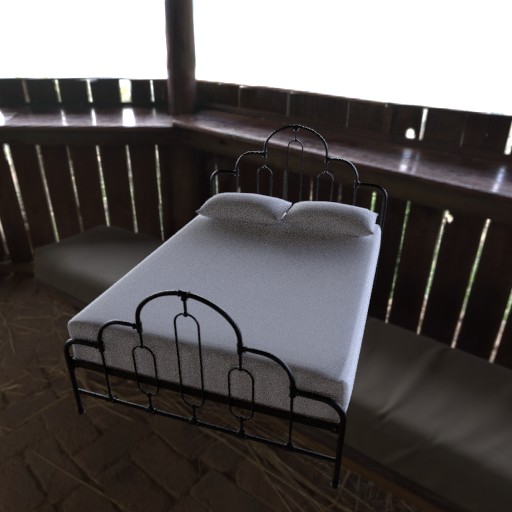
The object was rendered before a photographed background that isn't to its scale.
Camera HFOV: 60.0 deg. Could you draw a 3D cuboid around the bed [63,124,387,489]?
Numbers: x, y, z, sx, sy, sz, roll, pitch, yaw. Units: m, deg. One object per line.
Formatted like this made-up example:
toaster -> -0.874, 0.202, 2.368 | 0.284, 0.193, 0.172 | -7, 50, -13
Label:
bed -> 0.000, 0.000, 3.132 | 1.626, 1.444, 2.181 | 8, 28, 16
